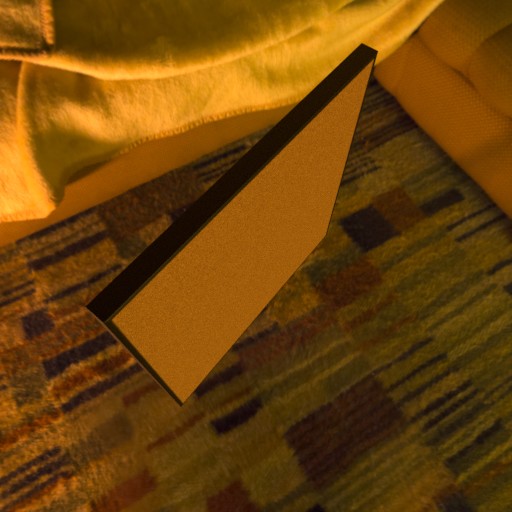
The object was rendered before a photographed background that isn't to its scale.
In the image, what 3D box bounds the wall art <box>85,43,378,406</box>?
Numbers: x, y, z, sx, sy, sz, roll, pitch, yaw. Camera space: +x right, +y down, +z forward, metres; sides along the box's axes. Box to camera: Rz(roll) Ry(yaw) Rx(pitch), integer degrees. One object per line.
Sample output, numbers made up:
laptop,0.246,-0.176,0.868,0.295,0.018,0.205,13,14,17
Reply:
wall art,0.000,0.000,0.759,0.028,0.511,0.513,36,68,17
